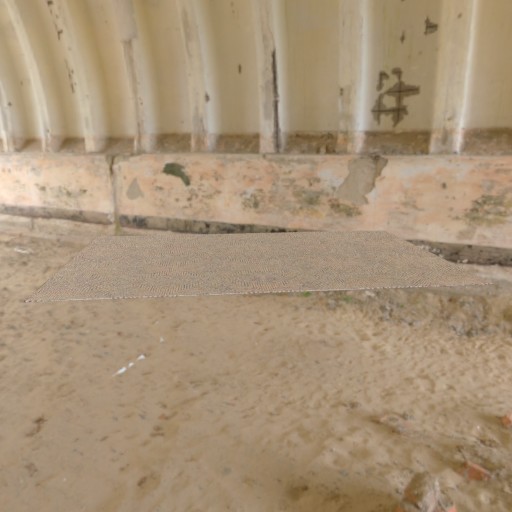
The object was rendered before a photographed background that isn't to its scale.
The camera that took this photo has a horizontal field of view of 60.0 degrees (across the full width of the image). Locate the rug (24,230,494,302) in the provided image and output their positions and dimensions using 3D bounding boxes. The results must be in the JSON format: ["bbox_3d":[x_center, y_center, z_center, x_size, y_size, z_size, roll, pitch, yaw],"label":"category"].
[{"bbox_3d":[0.000,0.000,2.996,2.428,0.007,1.519,-2,14,-6],"label":"rug"}]
